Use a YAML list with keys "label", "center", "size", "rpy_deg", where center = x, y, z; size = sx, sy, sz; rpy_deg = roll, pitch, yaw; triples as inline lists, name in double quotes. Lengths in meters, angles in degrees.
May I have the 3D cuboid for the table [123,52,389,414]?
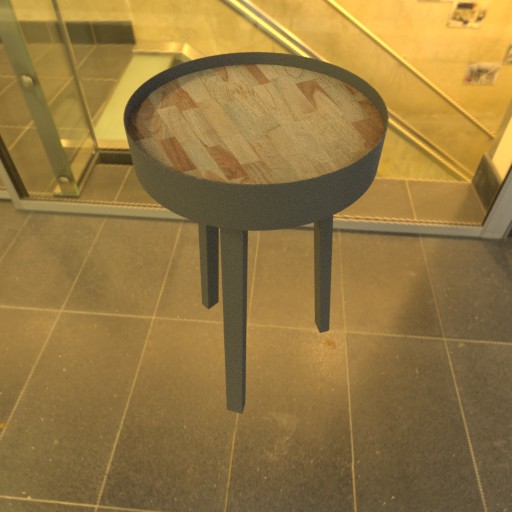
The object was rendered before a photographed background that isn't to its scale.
- label: "table"
  center: [0.000, 0.000, 0.941]
  size: [0.406, 0.686, 0.406]
  rpy_deg: [-11, 47, -10]
